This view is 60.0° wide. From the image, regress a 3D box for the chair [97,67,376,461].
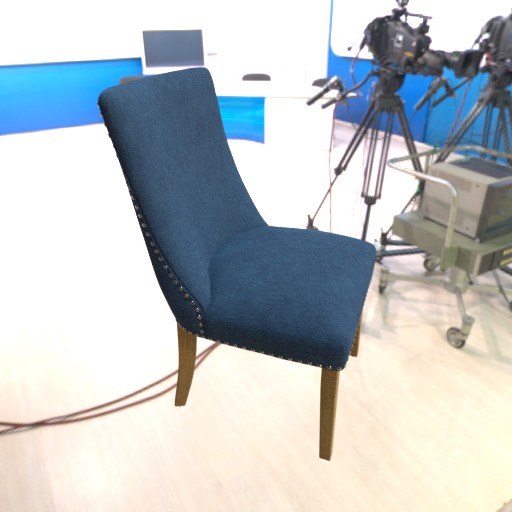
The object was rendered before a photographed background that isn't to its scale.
[{"bbox_3d":[0.000,0.000,1.218,0.610,0.902,0.495,10,31,18],"label":"chair"}]
